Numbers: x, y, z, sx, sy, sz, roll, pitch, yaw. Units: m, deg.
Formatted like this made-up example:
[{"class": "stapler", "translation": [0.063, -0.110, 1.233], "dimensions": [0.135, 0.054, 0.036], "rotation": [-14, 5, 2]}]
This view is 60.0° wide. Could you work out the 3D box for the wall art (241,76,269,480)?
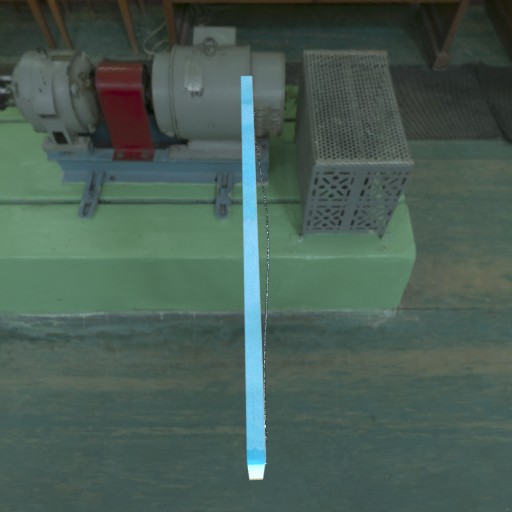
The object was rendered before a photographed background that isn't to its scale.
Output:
[{"class": "wall art", "translation": [0.000, 0.000, 0.862], "dimensions": [0.044, 0.254, 0.759], "rotation": [-1, 58, -1]}]
